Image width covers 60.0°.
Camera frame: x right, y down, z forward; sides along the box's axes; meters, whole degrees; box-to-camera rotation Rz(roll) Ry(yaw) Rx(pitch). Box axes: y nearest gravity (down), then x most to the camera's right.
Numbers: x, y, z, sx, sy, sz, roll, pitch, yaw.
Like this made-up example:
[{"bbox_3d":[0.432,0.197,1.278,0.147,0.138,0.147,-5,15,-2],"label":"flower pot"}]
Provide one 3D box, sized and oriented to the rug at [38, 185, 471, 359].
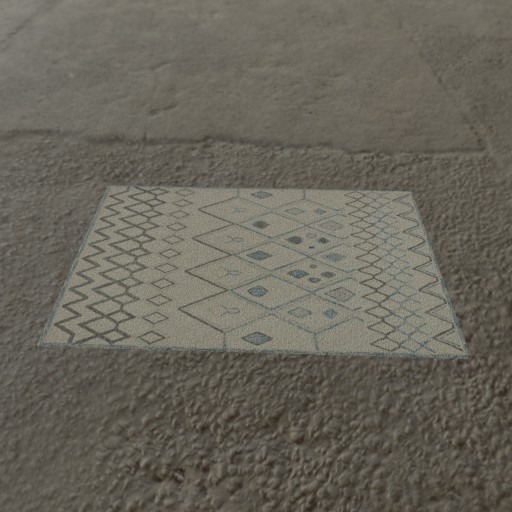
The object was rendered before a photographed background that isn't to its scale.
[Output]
[{"bbox_3d":[0.000,0.000,3.024,2.439,0.015,1.524,1,45,1],"label":"rug"}]
